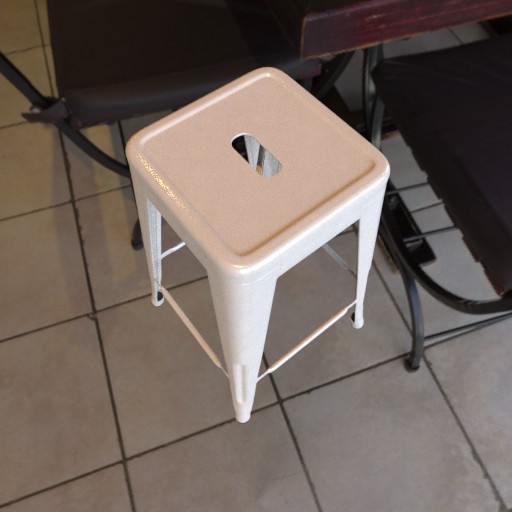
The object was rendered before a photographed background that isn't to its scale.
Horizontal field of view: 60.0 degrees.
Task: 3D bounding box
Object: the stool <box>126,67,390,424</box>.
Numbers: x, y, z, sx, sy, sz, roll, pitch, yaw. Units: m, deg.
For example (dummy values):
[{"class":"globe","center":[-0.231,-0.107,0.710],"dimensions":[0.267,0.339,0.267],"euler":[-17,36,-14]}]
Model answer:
[{"class":"stool","center":[0.000,0.000,0.900],"dimensions":[0.406,0.610,0.406],"euler":[-35,67,-17]}]
